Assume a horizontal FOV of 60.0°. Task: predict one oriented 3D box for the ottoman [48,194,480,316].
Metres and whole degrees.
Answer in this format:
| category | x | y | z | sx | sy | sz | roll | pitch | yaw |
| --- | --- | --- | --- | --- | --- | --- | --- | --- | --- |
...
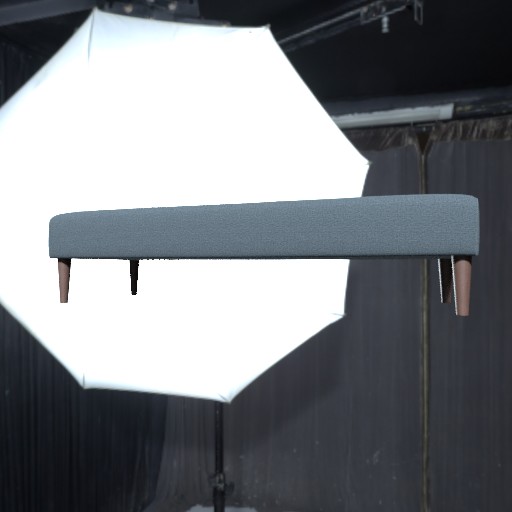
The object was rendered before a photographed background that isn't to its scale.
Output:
| category | x | y | z | sx | sy | sz | roll | pitch | yaw |
| --- | --- | --- | --- | --- | --- | --- | --- | --- | --- |
| ottoman | 0.000 | 0.000 | 1.854 | 1.609 | 0.393 | 0.646 | 0 | -2 | 18 |
